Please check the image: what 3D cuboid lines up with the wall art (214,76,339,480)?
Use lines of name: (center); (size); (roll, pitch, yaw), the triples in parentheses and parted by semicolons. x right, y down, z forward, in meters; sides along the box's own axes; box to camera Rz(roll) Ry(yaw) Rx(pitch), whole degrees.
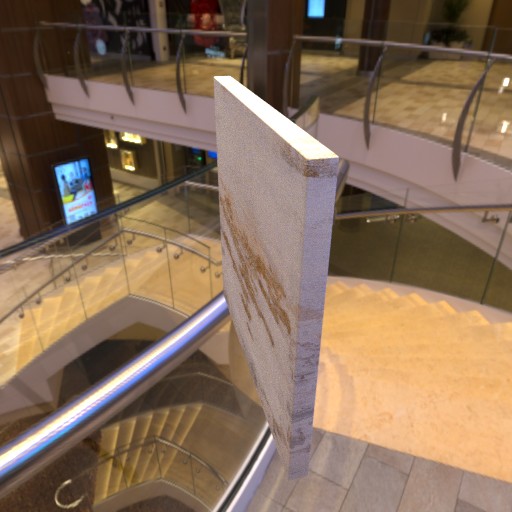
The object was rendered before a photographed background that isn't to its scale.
wall art: (0.000, 0.000, 0.923); (0.040, 0.613, 0.611); (-8, 31, -13)
